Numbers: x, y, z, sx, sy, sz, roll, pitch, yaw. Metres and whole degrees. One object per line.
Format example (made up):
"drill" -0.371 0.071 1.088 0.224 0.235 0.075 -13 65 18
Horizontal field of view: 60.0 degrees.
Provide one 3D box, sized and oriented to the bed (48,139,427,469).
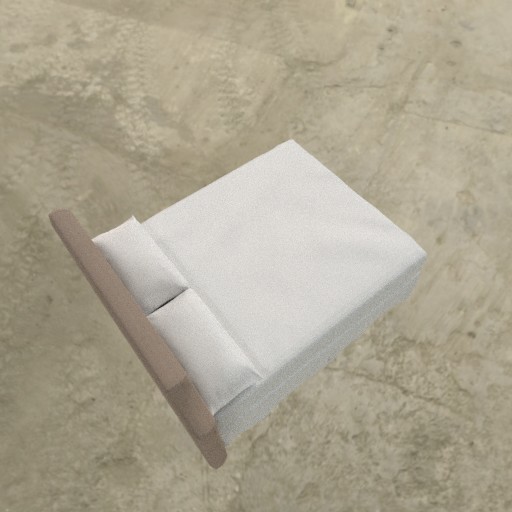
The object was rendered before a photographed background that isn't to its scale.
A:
"bed" 0.000 0.000 3.302 2.164 1.303 1.828 -33 63 -20
